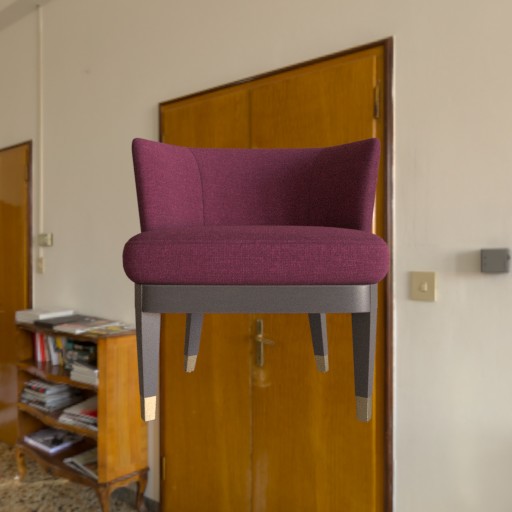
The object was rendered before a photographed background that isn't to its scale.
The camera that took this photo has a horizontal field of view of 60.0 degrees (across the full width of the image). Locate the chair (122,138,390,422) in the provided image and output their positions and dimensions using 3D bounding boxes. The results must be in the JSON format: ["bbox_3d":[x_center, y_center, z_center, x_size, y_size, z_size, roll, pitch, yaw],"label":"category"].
[{"bbox_3d":[0.000,0.000,1.273,0.700,0.760,0.660,0,0,0],"label":"chair"}]
